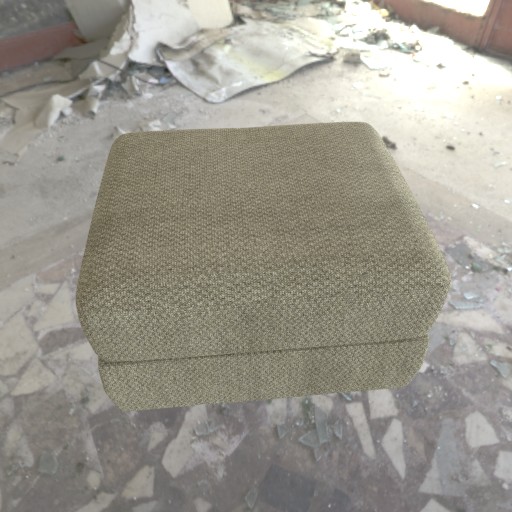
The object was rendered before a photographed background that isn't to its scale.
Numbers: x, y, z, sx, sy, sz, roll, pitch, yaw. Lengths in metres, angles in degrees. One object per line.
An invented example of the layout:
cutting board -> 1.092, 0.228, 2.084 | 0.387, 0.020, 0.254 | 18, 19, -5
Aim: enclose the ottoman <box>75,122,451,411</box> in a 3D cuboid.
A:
ottoman -> 0.000, 0.000, 1.135 | 0.751, 0.476, 0.603 | -4, 47, -4
